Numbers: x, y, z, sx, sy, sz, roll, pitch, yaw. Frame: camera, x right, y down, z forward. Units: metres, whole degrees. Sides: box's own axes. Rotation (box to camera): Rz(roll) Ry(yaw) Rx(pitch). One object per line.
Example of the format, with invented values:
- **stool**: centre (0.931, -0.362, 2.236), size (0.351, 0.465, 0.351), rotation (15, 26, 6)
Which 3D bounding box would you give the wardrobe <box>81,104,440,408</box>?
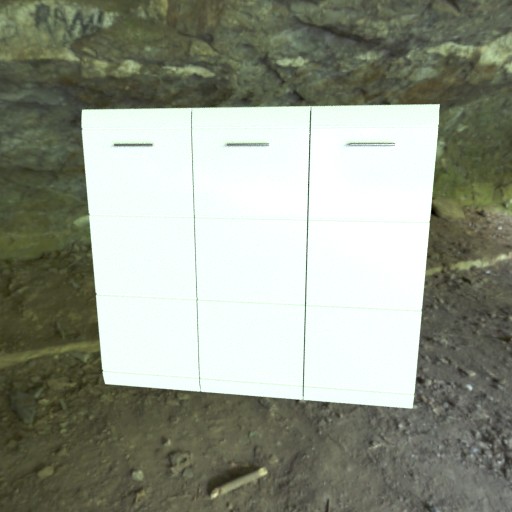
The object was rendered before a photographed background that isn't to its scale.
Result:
- **wardrobe**: centre (0.000, 0.000, 1.917), size (1.340, 1.200, 0.360), rotation (2, 13, 8)
